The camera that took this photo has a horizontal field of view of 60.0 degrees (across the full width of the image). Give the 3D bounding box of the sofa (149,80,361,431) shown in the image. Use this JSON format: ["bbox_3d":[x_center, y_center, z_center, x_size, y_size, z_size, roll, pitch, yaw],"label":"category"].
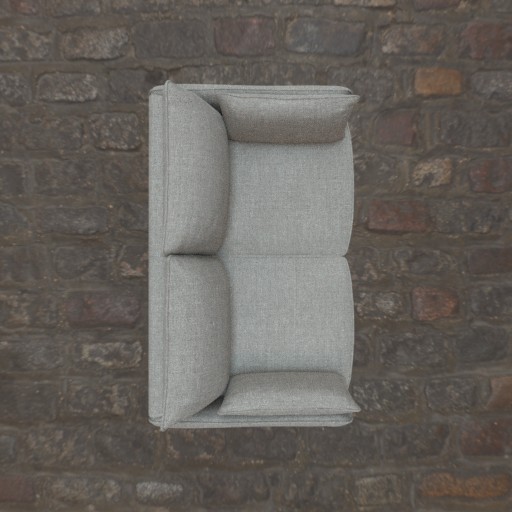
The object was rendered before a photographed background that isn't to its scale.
[{"bbox_3d":[0.000,0.000,2.153,0.972,0.851,1.580,0,90,-1],"label":"sofa"}]
